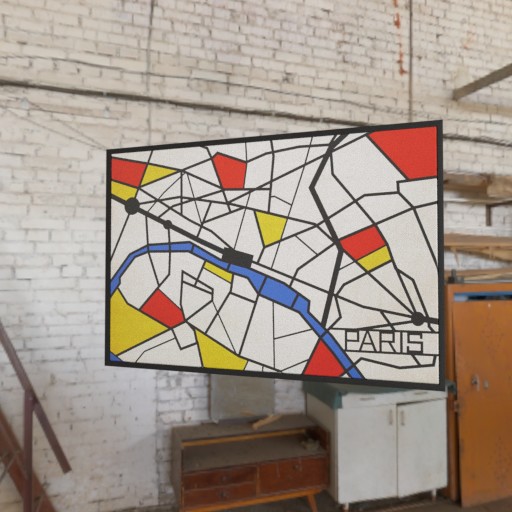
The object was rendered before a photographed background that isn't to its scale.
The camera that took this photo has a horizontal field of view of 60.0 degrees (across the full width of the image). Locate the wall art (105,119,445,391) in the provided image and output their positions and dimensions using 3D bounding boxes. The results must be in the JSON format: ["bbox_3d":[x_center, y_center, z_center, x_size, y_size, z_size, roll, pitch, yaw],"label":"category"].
[{"bbox_3d":[0.000,0.000,1.228,0.963,0.665,0.013,0,-1,17],"label":"wall art"}]
